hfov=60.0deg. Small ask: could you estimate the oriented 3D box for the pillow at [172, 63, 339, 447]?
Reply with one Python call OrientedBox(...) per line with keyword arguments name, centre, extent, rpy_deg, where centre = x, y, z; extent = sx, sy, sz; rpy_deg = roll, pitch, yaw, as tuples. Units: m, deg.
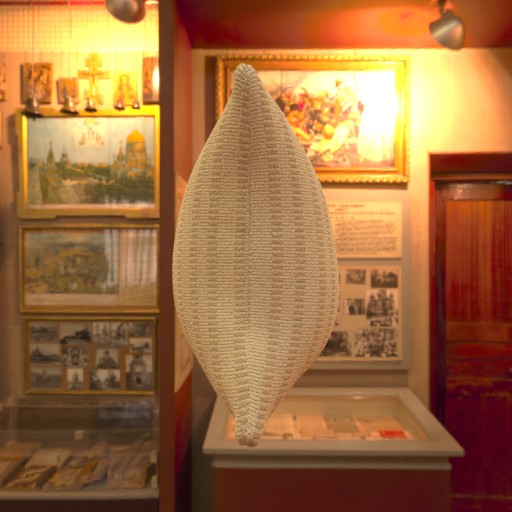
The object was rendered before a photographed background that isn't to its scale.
OrientedBox(name="pillow", centre=(0.000, 0.000, 0.692), extent=(0.247, 0.419, 0.438), rpy_deg=(0, 0, 3))
